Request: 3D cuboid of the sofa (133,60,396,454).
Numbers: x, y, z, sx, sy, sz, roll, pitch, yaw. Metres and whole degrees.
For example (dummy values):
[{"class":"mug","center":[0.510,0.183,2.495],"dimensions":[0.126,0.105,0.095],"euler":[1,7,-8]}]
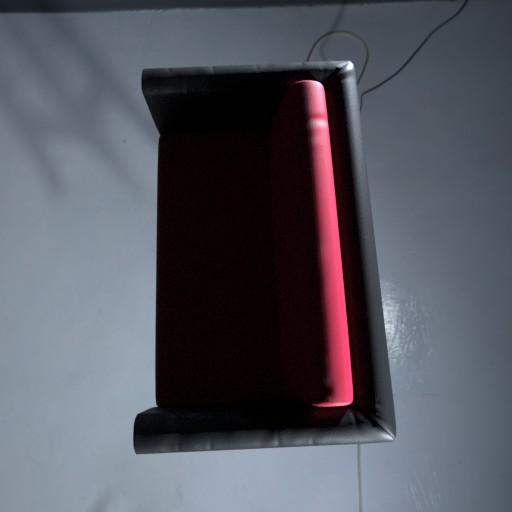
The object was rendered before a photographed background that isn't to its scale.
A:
[{"class":"sofa","center":[0.000,0.000,1.854],"dimensions":[0.845,0.735,1.410],"euler":[-2,76,-1]}]
